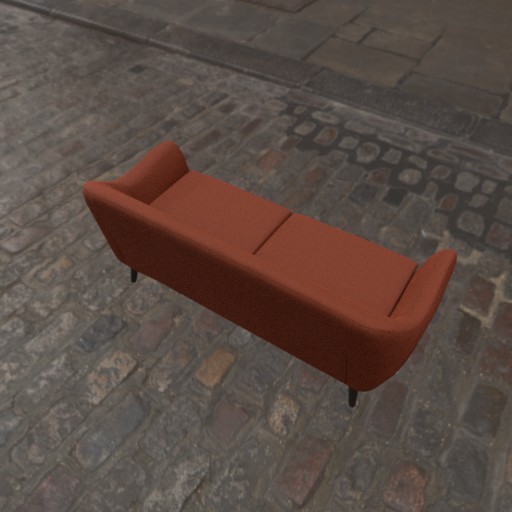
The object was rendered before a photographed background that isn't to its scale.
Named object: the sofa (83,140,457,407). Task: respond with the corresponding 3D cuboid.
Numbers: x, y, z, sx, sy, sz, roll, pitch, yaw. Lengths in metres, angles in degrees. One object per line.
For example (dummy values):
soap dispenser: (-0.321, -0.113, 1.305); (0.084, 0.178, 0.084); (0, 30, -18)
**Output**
sofa: (0.000, 0.000, 2.371); (1.840, 0.836, 0.820); (25, 51, 22)
